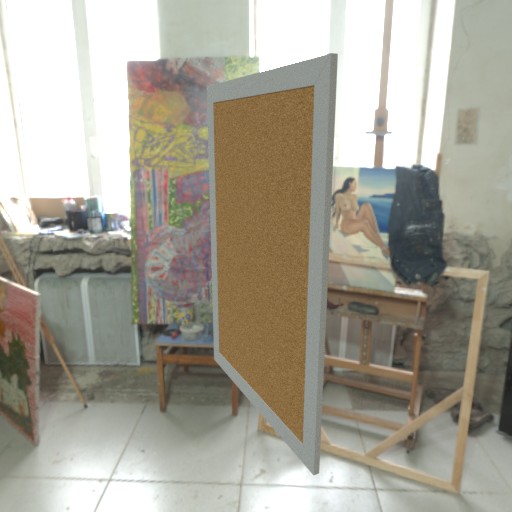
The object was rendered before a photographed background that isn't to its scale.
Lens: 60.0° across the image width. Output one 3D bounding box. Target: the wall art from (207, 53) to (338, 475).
[{"bbox_3d":[0.000,0.000,0.861,0.011,0.659,0.454,-8,17,-26],"label":"wall art"}]
